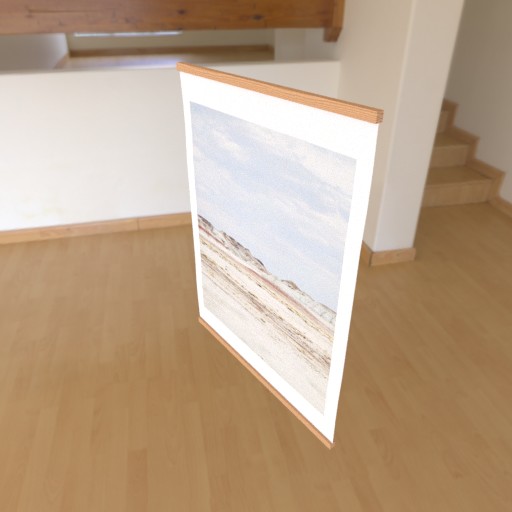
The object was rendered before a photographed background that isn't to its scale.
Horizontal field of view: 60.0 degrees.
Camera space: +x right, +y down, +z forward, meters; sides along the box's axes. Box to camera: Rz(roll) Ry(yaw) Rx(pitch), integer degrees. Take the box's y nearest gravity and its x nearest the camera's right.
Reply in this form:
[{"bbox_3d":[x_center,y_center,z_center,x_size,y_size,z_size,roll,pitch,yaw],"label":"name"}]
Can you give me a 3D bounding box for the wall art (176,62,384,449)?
[{"bbox_3d":[0.000,0.000,0.811,0.011,0.605,0.458,-22,38,-31],"label":"wall art"}]
